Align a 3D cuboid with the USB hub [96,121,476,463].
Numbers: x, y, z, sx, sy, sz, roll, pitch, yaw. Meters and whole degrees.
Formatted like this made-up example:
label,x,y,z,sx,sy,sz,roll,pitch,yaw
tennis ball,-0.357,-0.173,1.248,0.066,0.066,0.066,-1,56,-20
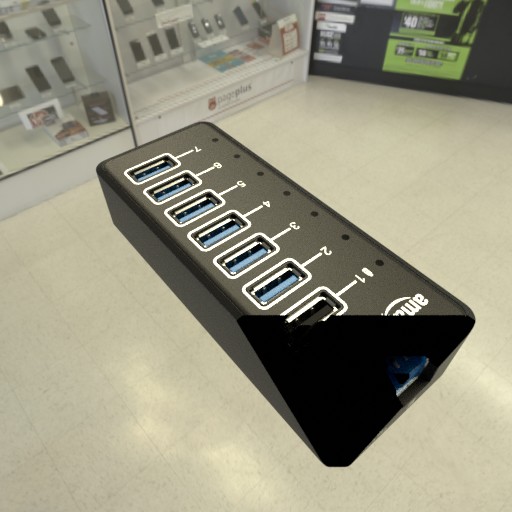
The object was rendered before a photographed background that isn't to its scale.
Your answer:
label,x,y,z,sx,sy,sz,roll,pitch,yaw
USB hub,0.000,0.000,0.128,0.044,0.023,0.110,-31,55,-25
